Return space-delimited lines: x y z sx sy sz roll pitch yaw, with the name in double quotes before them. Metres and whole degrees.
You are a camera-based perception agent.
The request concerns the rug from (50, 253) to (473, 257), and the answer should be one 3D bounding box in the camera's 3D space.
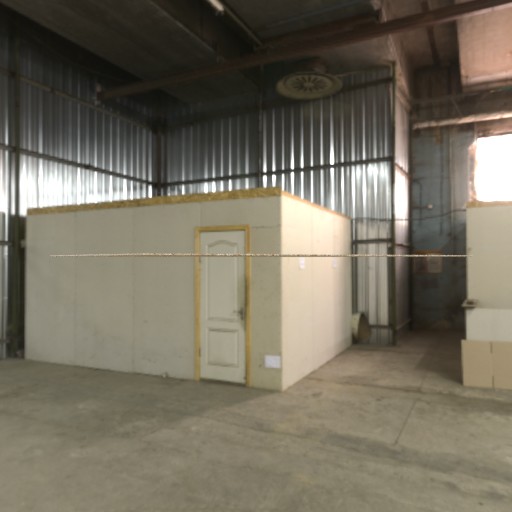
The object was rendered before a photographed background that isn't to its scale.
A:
"rug" 0.000 0.000 3.893 2.939 0.009 2.313 0 0 -35
